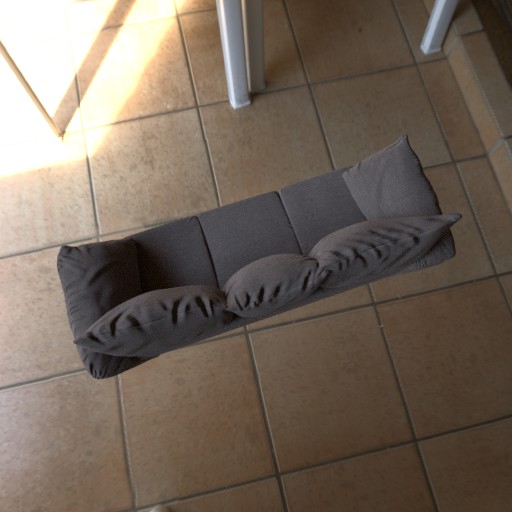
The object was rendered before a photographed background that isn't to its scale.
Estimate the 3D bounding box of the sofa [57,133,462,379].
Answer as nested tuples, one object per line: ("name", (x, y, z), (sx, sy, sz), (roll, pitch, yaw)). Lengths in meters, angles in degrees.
("sofa", (0.000, 0.000, 2.906), (2.390, 1.043, 0.927), (-18, 76, -5))
